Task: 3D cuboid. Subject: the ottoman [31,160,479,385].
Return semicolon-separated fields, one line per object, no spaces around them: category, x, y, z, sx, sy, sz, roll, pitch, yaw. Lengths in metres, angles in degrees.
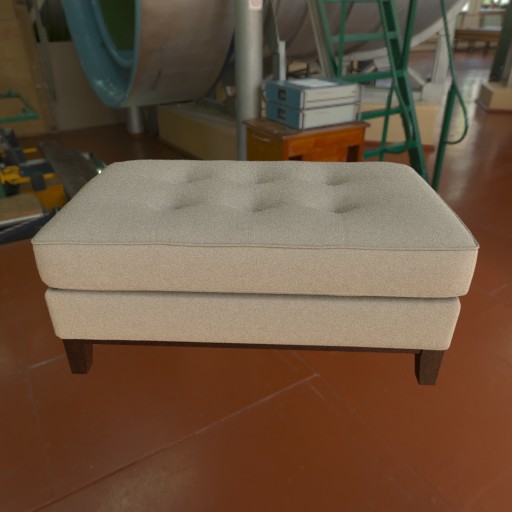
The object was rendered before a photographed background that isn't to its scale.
ottoman;0.000;0.000;1.458;1.143;0.508;0.648;1;30;2
